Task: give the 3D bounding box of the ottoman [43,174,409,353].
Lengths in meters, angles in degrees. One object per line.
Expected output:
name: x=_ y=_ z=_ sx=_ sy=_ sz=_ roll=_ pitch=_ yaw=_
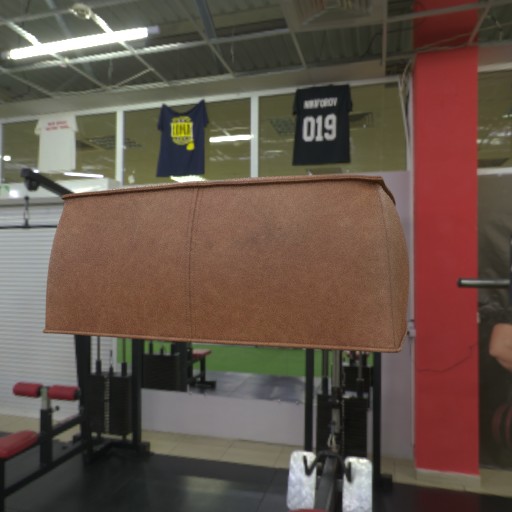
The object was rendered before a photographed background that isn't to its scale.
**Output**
ottoman: x=0.000 y=0.000 z=1.381 sx=0.901 sy=0.395 sz=0.902 roll=0 pitch=-1 yaw=18
